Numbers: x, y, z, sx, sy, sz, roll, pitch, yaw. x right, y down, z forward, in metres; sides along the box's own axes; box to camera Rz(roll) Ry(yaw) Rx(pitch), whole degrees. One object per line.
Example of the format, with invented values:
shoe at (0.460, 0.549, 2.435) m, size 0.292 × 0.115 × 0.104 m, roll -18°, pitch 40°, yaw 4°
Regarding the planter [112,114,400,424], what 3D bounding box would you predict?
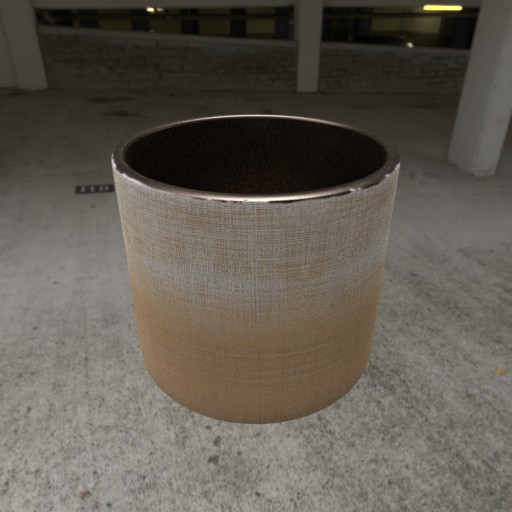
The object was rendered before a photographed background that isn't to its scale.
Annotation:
planter at (0.000, 0.000, 0.394) m, size 0.221 × 0.201 × 0.221 m, roll 0°, pitch 30°, yaw 0°
